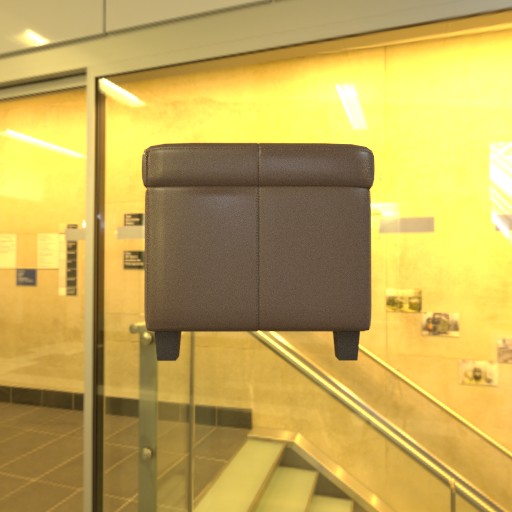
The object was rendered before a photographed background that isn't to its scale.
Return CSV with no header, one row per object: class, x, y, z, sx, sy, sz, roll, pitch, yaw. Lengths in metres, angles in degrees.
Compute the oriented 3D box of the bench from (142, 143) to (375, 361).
bench,0.000,0.000,1.414,0.450,0.417,1.219,0,-1,0
